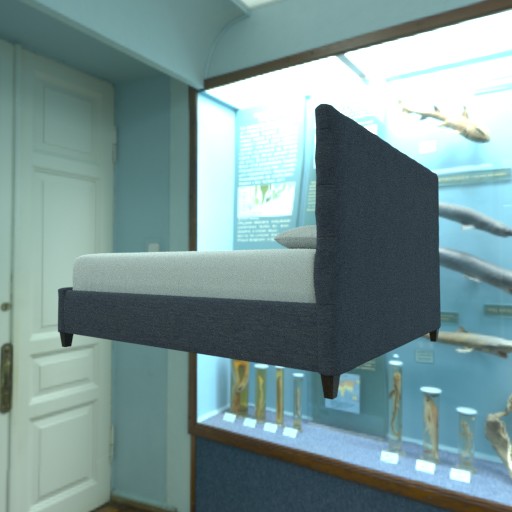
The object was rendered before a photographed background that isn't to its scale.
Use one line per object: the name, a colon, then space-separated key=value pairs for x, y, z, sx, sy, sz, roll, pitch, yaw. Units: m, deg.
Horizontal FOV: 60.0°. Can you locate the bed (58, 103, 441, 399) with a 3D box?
bed: x=0.000 y=0.000 z=3.617 sx=2.387 sy=1.427 sz=2.078 roll=-1 pitch=-1 yaw=36
